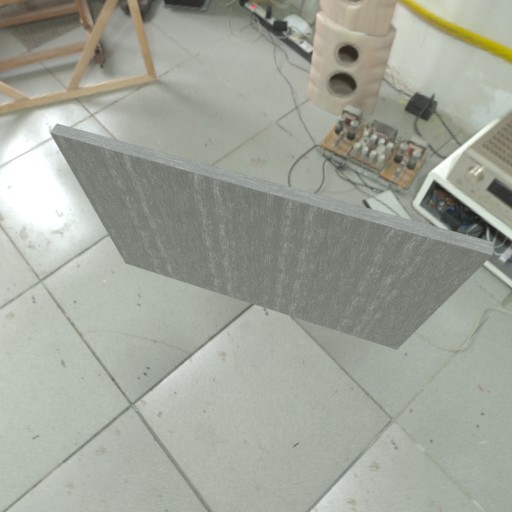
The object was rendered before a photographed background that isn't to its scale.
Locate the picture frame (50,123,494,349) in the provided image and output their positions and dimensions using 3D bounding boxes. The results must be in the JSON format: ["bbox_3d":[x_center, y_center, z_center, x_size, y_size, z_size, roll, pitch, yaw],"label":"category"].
[{"bbox_3d":[0.000,0.000,1.196,0.950,0.640,0.029,17,64,9],"label":"picture frame"}]
